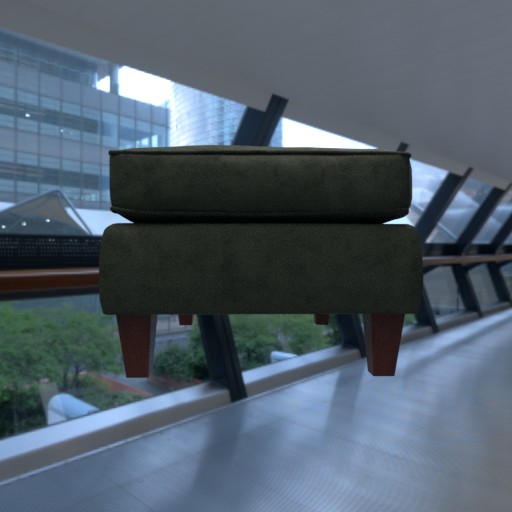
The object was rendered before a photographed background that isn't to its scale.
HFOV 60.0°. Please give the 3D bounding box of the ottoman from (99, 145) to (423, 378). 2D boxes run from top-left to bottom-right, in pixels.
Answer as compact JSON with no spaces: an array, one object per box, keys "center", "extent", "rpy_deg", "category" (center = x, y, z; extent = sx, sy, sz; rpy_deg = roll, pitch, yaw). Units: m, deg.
[{"center":[0.000,0.000,1.268],"extent":[0.632,0.495,0.864],"rpy_deg":[0,-1,-1],"category":"ottoman"}]
